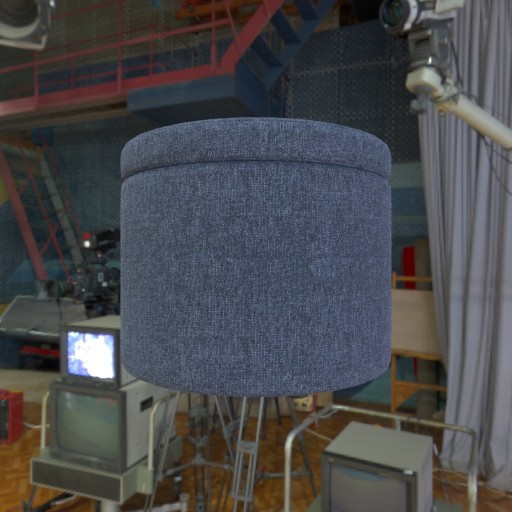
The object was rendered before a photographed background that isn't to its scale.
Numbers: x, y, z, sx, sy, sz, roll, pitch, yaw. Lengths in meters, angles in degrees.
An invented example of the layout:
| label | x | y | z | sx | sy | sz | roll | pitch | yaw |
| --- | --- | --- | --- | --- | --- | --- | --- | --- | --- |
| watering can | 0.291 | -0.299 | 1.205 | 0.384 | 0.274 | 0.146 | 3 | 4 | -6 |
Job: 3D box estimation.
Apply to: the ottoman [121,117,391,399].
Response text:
| label | x | y | z | sx | sy | sz | roll | pitch | yaw |
| --- | --- | --- | --- | --- | --- | --- | --- | --- | --- |
| ottoman | 0.000 | 0.000 | 0.857 | 0.500 | 0.419 | 0.500 | 0 | 0 | 0 |
